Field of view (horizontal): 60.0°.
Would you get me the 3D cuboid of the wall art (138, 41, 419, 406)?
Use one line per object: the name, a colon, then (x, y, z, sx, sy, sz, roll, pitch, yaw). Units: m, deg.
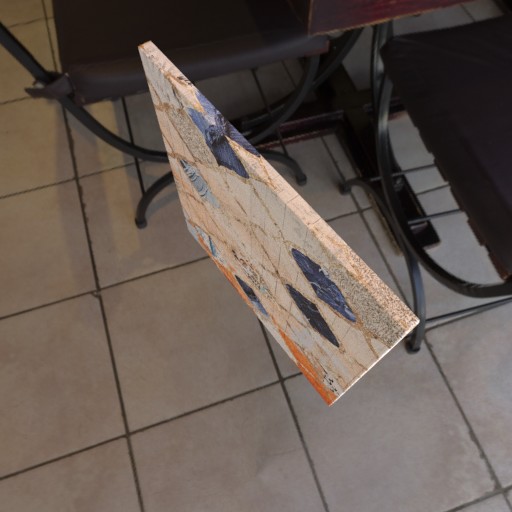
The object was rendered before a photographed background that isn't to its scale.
wall art: (0.000, 0.000, 1.341, 0.039, 0.914, 0.912, -34, 68, -16)
